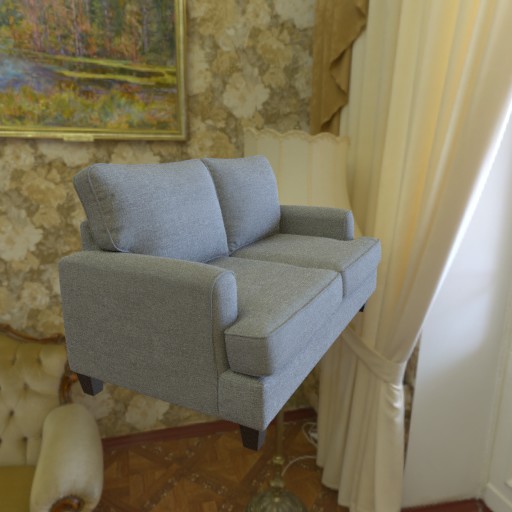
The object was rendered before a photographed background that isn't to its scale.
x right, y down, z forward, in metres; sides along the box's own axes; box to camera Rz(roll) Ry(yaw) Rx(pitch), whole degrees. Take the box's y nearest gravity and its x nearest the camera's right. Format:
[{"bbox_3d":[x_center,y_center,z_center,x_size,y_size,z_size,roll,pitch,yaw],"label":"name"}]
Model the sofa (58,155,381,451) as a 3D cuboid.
[{"bbox_3d":[0.000,0.000,2.252,0.965,0.965,1.651,7,16,26],"label":"sofa"}]
